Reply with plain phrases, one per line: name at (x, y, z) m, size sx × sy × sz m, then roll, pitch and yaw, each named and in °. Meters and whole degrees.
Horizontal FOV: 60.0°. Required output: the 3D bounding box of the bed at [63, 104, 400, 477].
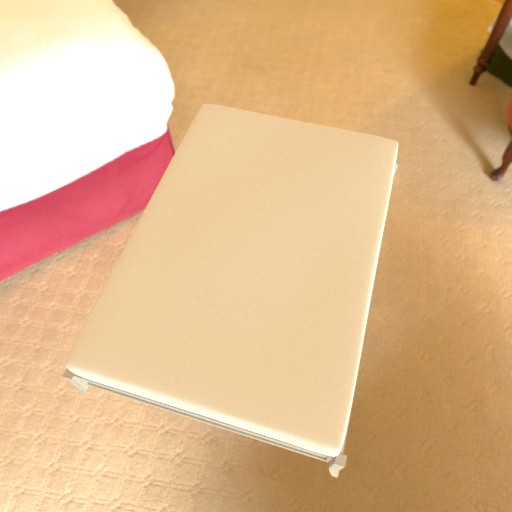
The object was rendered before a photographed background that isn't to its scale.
bed at (0.000, 0.000, 2.631) m, size 1.460 × 0.510 × 1.985 m, roll 14°, pitch 60°, yaw 9°
